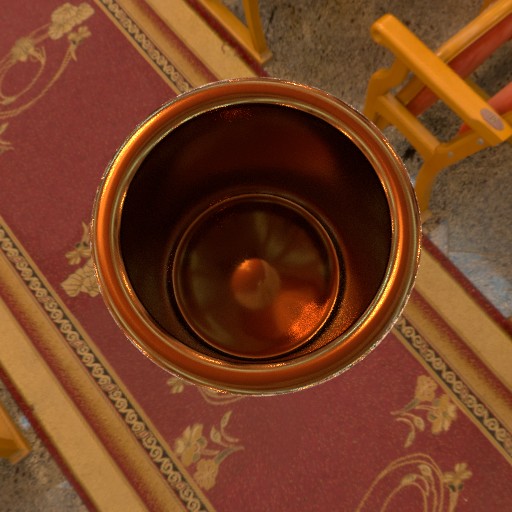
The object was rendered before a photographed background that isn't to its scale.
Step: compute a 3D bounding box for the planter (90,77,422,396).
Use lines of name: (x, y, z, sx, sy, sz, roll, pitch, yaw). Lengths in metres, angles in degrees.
planter: (0.000, 0.000, 0.307, 0.177, 0.157, 0.177, 0, 77, 0)
